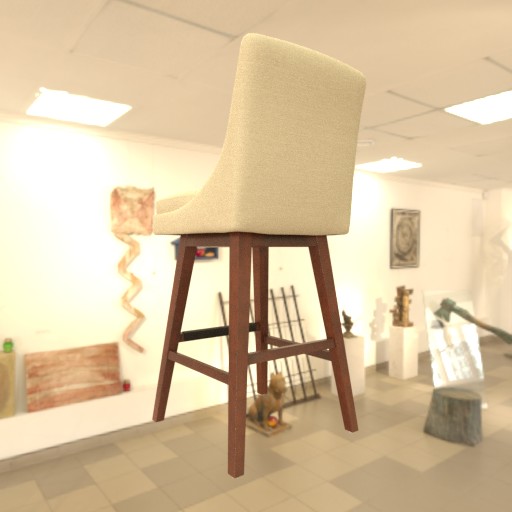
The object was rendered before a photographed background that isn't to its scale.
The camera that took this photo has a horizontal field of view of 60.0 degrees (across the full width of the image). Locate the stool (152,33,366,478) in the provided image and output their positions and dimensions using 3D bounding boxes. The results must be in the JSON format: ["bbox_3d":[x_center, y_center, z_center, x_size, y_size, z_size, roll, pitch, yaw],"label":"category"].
[{"bbox_3d":[0.000,0.000,1.397,0.470,1.097,0.559,-1,1,-38],"label":"stool"}]
